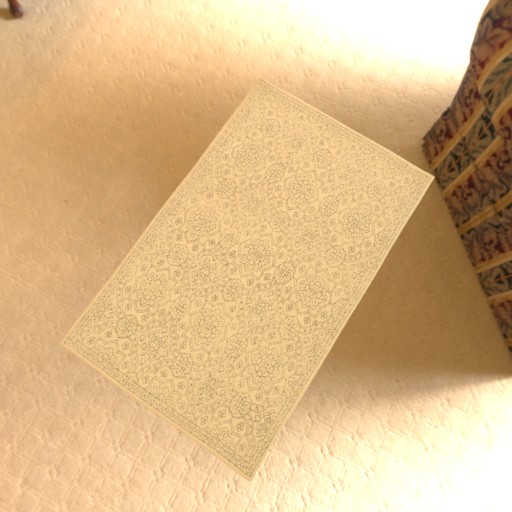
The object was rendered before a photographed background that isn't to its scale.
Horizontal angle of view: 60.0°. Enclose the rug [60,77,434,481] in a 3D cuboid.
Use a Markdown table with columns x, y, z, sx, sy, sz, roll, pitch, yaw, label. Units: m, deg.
| x | y | z | sx | sy | sz | roll | pitch | yaw | label |
| --- | --- | --- | --- | --- | --- | --- | --- | --- | --- |
| 0.000 | 0.000 | 3.069 | 1.518 | 0.023 | 2.434 | 33 | 78 | 8 | rug |
